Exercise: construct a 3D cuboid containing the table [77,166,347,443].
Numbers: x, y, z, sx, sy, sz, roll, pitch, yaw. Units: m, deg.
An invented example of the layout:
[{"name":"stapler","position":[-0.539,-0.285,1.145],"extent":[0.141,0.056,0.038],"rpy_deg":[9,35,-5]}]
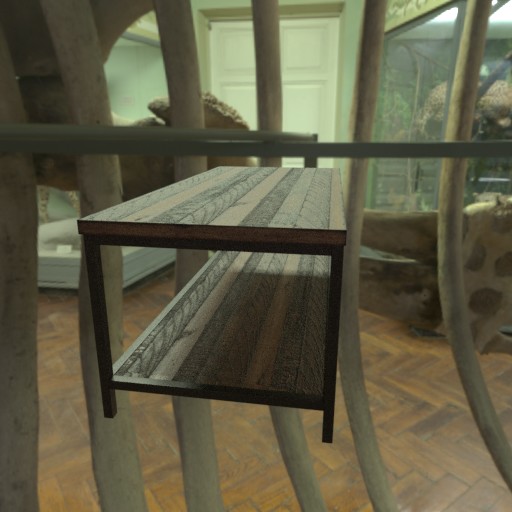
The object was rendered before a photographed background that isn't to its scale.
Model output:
[{"name":"table","position":[0.000,0.000,1.243],"extent":[0.452,0.399,0.990],"rpy_deg":[3,17,9]}]
